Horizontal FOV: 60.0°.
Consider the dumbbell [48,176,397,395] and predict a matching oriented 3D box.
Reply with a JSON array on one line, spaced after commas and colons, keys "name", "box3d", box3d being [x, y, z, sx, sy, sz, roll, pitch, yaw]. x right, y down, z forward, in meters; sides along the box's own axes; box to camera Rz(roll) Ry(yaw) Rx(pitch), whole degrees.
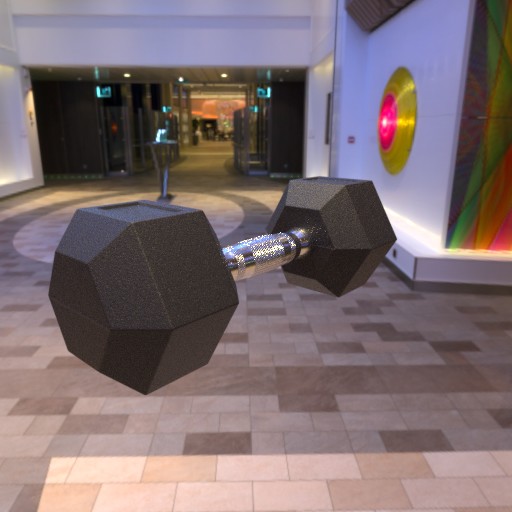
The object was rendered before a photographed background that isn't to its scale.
[{"name": "dumbbell", "box3d": [0.000, 0.000, 0.422, 0.141, 0.123, 0.356, 14, 21, 40]}]
